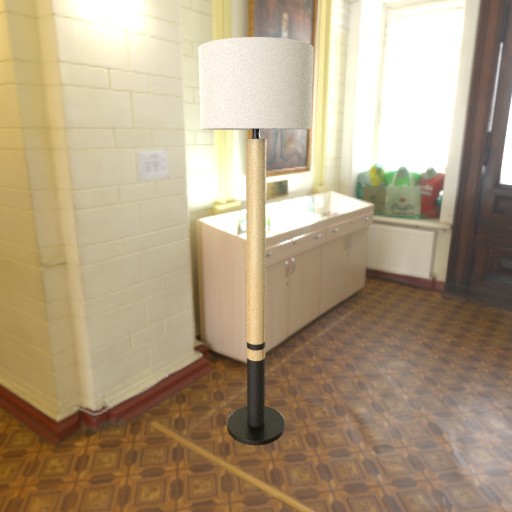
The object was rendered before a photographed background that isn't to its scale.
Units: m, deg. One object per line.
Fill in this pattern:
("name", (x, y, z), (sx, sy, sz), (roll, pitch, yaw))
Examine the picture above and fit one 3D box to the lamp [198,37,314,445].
("lamp", (0.000, 0.000, 1.665), (0.381, 1.478, 0.381), (-2, 15, -8))
